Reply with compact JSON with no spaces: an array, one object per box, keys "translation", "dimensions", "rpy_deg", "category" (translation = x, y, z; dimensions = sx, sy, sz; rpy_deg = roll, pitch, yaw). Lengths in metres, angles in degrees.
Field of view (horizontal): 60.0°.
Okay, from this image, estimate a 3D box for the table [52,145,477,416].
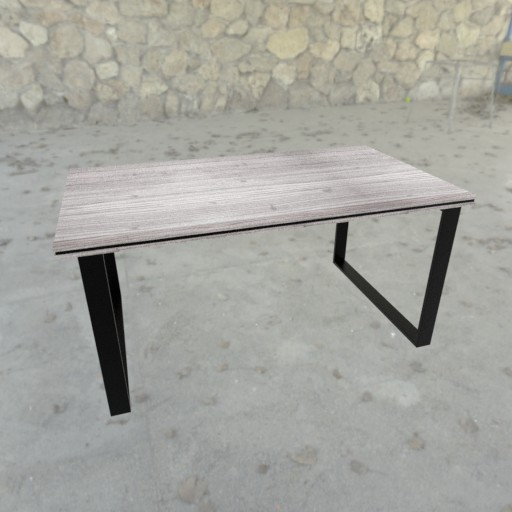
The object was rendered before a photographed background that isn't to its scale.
[{"translation":[0.000,0.000,2.105],"dimensions":[1.579,0.736,0.881],"rpy_deg":[-8,29,-15],"category":"table"}]
